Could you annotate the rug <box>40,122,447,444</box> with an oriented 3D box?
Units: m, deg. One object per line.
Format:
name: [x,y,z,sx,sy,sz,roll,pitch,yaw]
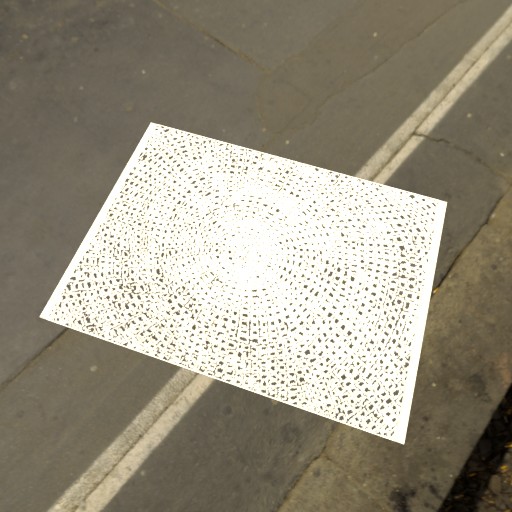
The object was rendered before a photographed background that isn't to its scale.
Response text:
rug: [0.000,0.000,2.106,1.634,0.003,1.190,17,65,8]
